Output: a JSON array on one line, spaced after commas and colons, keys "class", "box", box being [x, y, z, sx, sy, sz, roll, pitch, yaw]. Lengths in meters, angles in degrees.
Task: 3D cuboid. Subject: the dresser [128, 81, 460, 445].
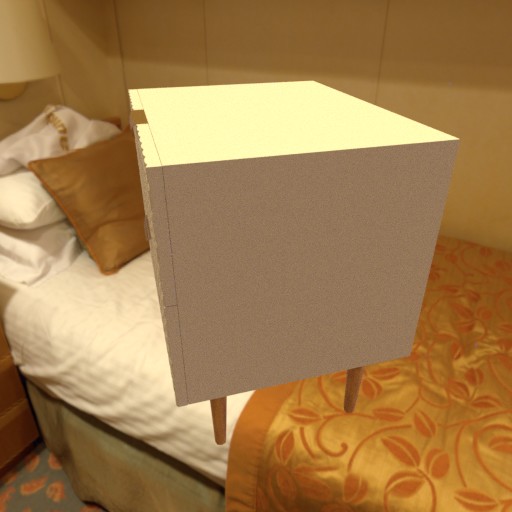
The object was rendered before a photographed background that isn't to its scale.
[{"class": "dresser", "box": [0.000, 0.000, 0.884, 0.414, 0.568, 0.503, -8, 31, -14]}]
